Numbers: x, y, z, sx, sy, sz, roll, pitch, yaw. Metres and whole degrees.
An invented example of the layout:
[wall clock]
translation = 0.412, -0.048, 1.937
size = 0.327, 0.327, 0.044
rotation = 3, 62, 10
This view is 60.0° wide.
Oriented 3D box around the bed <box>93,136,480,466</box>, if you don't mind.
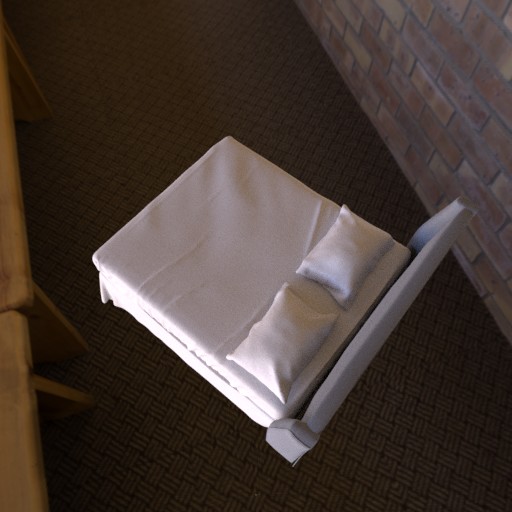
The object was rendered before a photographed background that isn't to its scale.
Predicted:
[bed]
translation = 0.000, 0.000, 3.453
size = 2.276, 1.332, 1.925
rotation = 36, 67, 17
